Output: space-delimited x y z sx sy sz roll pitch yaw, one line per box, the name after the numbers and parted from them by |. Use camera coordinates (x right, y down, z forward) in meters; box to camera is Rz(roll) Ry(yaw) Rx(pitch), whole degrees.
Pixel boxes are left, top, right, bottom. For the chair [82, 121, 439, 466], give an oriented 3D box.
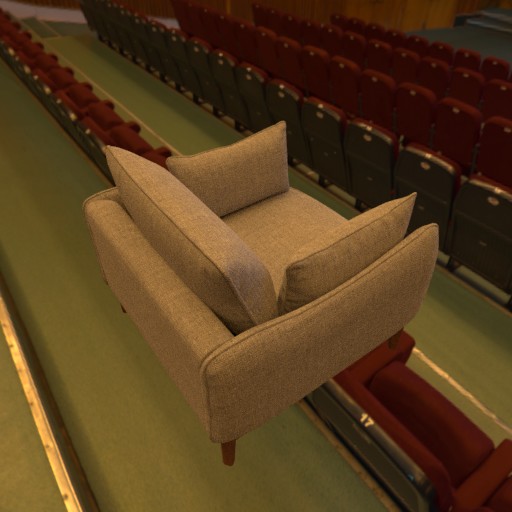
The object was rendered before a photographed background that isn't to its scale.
0.000 0.000 1.707 0.976 0.839 0.993 -25 47 -26 | chair
